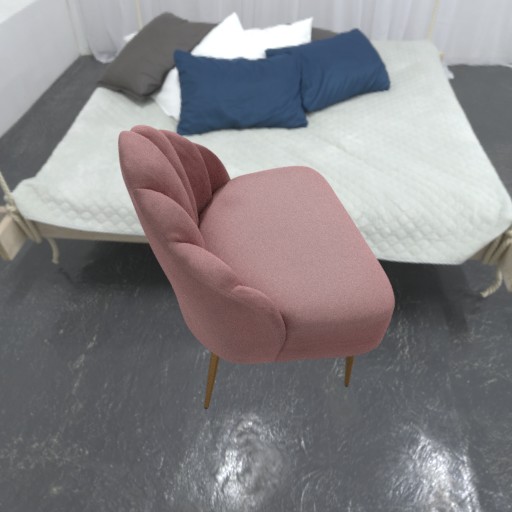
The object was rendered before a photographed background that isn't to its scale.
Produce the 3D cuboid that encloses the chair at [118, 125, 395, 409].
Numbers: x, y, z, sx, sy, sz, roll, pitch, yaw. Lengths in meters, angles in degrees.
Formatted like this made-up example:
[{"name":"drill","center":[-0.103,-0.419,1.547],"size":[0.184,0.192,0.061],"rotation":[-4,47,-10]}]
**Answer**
[{"name":"chair","center":[0.000,0.000,1.259],"size":[0.599,0.819,0.657],"rotation":[-11,46,-10]}]
